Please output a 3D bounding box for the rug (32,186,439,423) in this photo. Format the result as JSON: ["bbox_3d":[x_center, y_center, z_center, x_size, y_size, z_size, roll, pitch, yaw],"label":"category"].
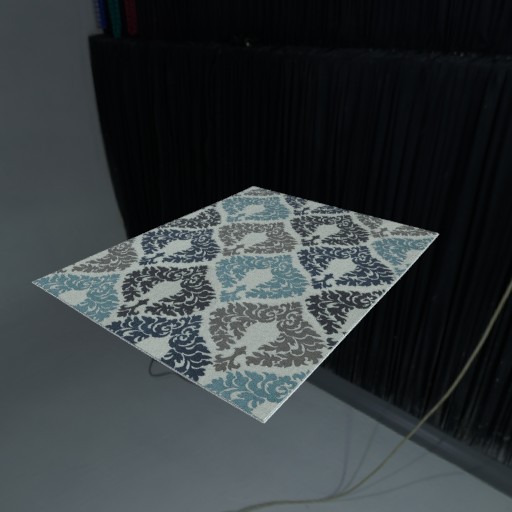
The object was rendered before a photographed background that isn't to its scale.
[{"bbox_3d":[0.000,0.000,4.116,2.423,0.014,3.040,20,34,32],"label":"rug"}]
